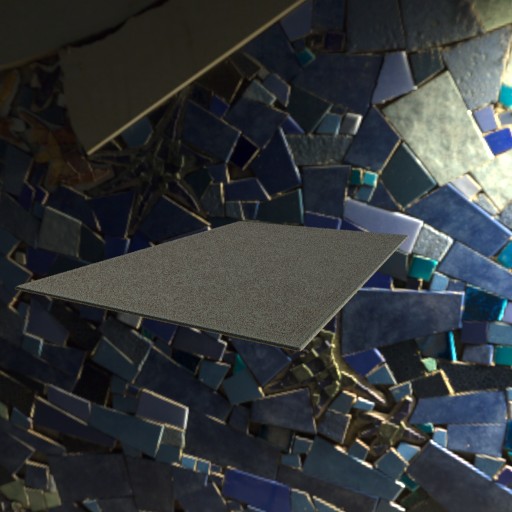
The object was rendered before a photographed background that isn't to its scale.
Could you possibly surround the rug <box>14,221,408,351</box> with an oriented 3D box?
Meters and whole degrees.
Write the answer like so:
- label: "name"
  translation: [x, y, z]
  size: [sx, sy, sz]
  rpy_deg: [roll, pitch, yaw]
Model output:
- label: "rug"
  translation: [0.000, 0.000, 2.271]
  size: [1.219, 0.010, 1.829]
  rpy_deg: [7, 15, 26]
